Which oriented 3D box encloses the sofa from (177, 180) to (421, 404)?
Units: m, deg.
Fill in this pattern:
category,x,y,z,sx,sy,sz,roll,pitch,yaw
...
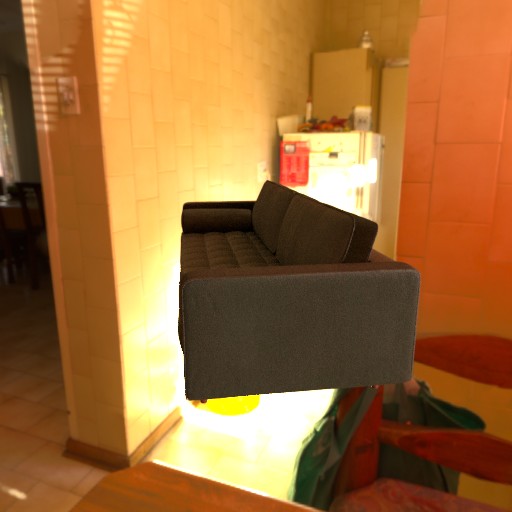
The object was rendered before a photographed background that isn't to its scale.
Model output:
category,x,y,z,sx,sy,sz,roll,pitch,yaw
sofa,0.000,0.000,2.675,0.918,0.769,2.199,-2,14,-9
